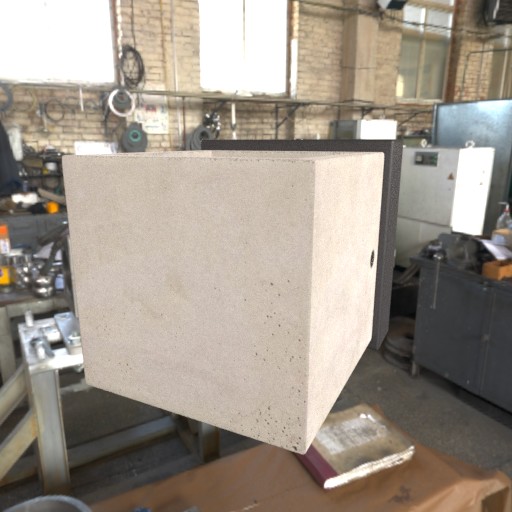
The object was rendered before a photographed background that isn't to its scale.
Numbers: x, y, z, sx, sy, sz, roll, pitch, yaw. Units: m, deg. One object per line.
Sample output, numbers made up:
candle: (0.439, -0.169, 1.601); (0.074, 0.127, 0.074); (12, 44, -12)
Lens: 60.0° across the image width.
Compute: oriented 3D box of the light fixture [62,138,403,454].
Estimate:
light fixture: (0.000, 0.000, 0.237); (0.121, 0.121, 0.143); (7, 16, 26)
